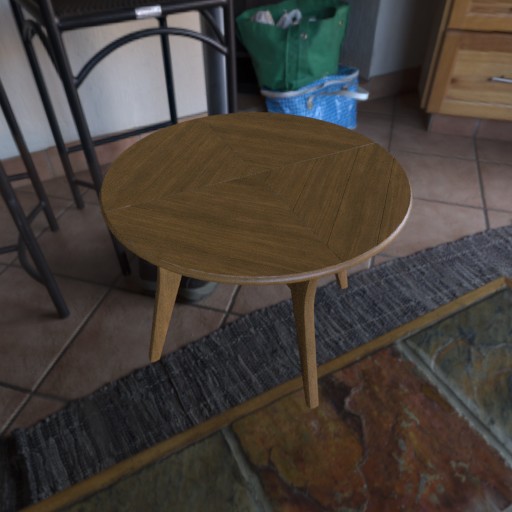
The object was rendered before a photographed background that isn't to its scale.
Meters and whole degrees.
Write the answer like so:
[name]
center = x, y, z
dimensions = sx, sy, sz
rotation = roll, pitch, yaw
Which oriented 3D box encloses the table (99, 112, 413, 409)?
[table]
center = 0.000, 0.000, 1.783
dimensions = 1.055, 0.757, 1.055
rotation = 0, 41, 0
